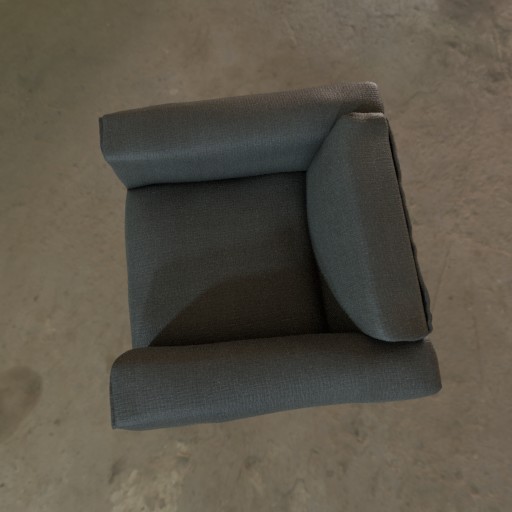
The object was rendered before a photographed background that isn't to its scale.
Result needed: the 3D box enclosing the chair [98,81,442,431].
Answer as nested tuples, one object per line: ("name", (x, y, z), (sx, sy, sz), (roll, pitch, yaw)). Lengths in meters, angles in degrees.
("chair", (0.000, 0.000, 1.591), (0.969, 0.646, 1.056), (-7, 76, -2))
